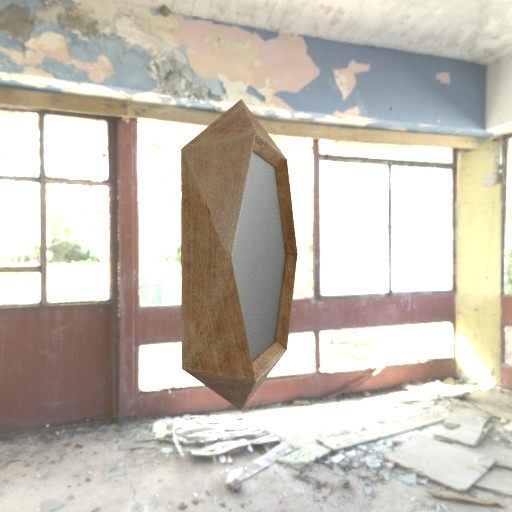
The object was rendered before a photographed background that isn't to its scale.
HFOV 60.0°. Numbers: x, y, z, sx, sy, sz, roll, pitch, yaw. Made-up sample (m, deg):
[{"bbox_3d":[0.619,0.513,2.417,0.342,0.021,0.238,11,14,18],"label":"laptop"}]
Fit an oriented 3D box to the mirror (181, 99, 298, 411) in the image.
[{"bbox_3d":[0.000,0.000,1.097,0.091,0.779,0.675,0,1,16],"label":"mirror"}]
